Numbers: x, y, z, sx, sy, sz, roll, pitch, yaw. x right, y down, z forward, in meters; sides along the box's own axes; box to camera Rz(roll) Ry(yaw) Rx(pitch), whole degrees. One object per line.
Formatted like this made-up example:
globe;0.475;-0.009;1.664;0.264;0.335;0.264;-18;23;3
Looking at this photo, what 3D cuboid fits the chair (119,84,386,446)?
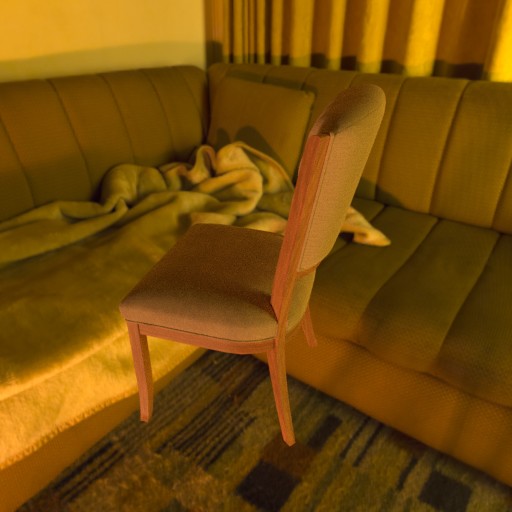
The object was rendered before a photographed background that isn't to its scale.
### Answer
chair;0.000;0.000;1.232;0.584;0.905;0.513;7;29;13
